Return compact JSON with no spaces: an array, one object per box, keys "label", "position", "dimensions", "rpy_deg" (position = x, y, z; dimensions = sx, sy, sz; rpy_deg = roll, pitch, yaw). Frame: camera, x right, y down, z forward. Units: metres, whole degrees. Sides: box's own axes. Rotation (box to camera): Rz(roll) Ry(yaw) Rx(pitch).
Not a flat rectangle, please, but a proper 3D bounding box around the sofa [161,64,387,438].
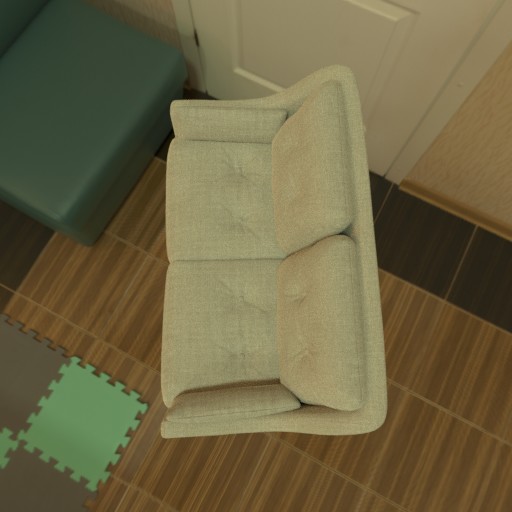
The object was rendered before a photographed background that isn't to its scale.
[{"label":"sofa","position":[0.000,0.000,2.206],"dimensions":[0.965,0.888,1.652],"rpy_deg":[-1,76,0]}]
